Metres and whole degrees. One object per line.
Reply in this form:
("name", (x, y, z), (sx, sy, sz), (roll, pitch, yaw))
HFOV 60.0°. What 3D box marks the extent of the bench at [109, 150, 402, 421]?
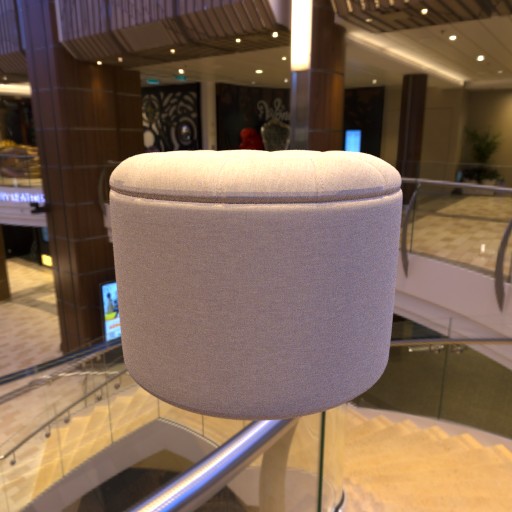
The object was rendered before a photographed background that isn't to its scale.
("bench", (0.000, 0.000, 0.986), (0.600, 0.454, 0.600), (0, 15, 0))
